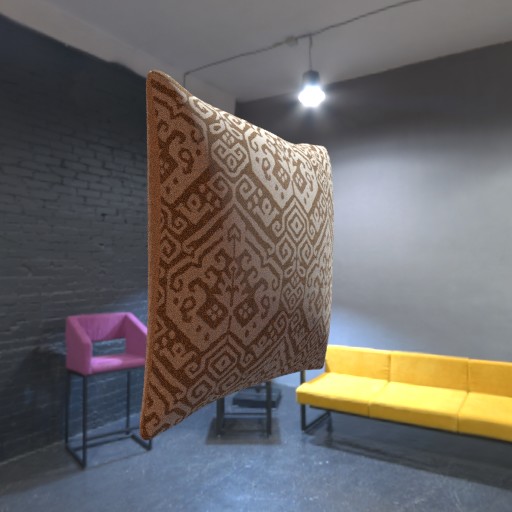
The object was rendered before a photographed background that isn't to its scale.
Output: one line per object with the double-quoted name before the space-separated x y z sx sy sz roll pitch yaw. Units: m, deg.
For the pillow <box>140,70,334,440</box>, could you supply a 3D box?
"pillow" 0.000 0.000 0.647 0.173 0.407 0.419 -1 -1 36
